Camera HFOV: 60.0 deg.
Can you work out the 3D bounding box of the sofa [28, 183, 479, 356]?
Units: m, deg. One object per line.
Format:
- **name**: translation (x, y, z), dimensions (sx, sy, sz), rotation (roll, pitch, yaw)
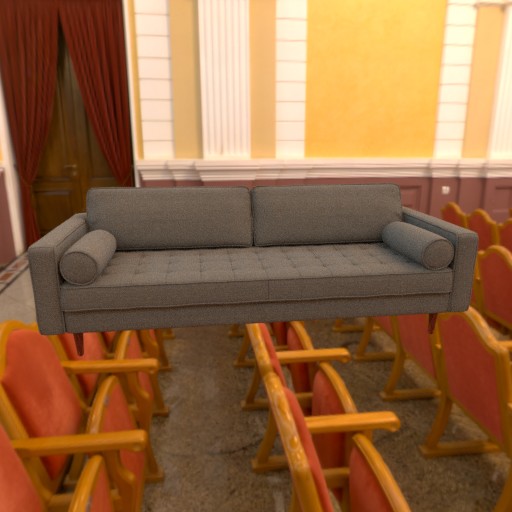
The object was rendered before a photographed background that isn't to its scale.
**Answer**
- **sofa**: translation (0.000, 0.000, 2.580), dimensions (2.198, 0.762, 0.914), rotation (-2, 16, -7)
